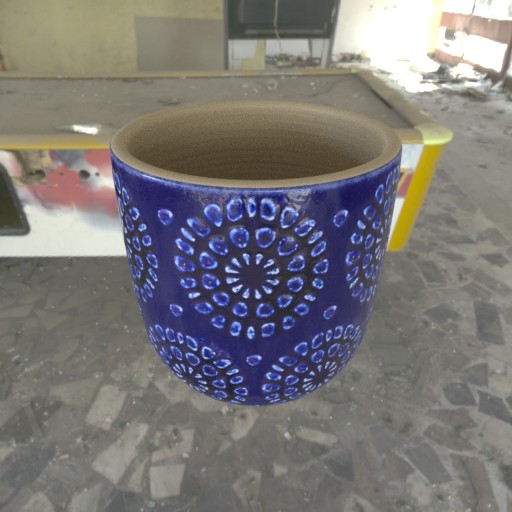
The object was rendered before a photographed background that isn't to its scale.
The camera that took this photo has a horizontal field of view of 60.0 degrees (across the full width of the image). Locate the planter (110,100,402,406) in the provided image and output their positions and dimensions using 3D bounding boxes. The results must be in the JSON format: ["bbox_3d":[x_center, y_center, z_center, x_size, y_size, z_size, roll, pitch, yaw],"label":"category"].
[{"bbox_3d":[0.000,0.000,0.198,0.109,0.112,0.109,0,32,0],"label":"planter"}]
